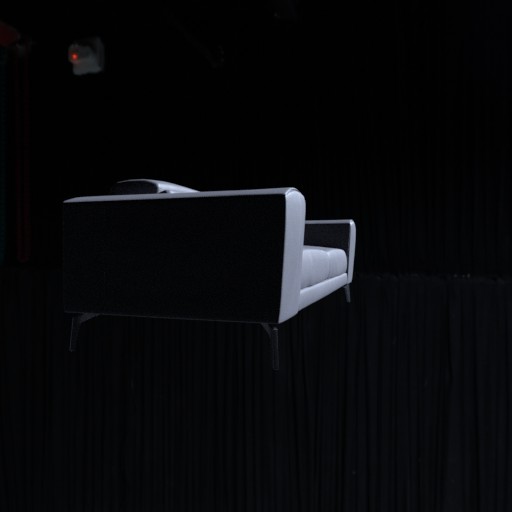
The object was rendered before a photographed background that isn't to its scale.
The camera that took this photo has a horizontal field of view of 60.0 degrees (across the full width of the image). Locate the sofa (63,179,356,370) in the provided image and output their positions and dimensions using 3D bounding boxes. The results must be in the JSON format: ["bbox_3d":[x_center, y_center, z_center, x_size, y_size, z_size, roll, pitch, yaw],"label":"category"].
[{"bbox_3d":[0.000,0.000,2.868,1.048,0.814,2.330,0,1,19],"label":"sofa"}]
